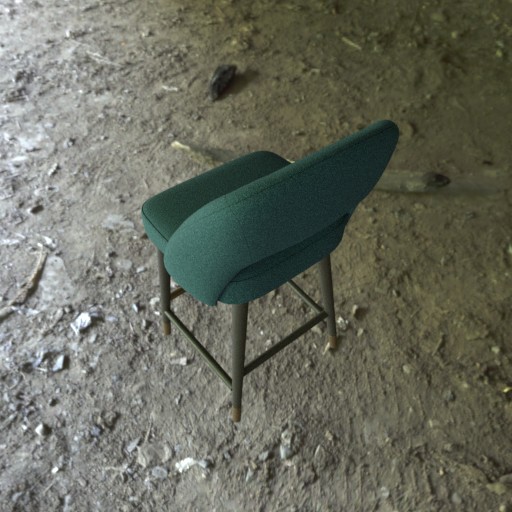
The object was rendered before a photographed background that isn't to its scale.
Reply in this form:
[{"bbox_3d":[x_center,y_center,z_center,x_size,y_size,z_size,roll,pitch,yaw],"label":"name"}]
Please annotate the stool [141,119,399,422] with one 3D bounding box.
[{"bbox_3d":[0.000,0.000,1.263,0.536,0.939,0.522,-30,53,-26],"label":"stool"}]
